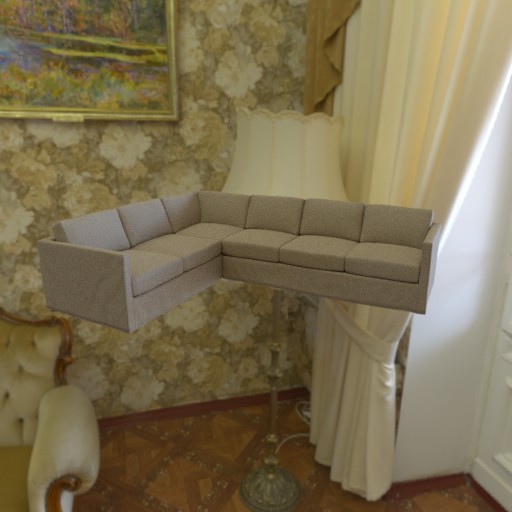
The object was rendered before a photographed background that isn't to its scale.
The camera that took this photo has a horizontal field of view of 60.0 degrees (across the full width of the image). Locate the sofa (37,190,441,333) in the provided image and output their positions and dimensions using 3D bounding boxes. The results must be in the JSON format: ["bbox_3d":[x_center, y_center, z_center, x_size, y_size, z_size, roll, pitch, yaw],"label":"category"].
[{"bbox_3d":[0.000,0.000,4.370,3.182,0.871,2.432,8,19,25],"label":"sofa"}]
